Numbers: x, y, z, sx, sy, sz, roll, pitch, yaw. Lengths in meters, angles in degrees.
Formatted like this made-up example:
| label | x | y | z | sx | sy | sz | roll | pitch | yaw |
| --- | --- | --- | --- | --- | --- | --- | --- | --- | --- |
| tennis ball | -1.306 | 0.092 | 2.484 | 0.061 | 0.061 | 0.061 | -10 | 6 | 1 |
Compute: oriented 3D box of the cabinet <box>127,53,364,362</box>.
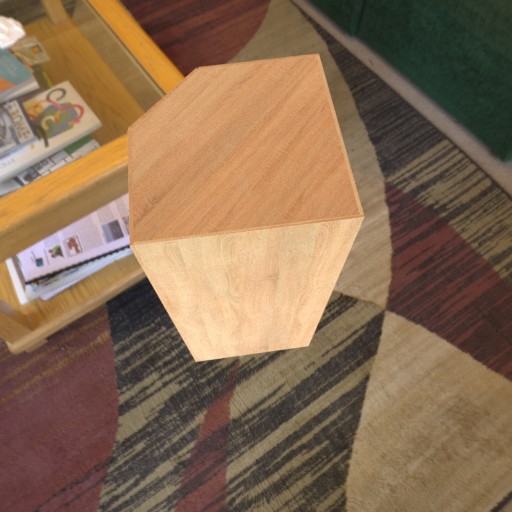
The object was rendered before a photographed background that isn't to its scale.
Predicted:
| label | x | y | z | sx | sy | sz | roll | pitch | yaw |
| --- | --- | --- | --- | --- | --- | --- | --- | --- | --- |
| cabinet | 0.000 | 0.000 | 2.878 | 1.094 | 2.120 | 1.327 | 34 | 69 | 15 |
